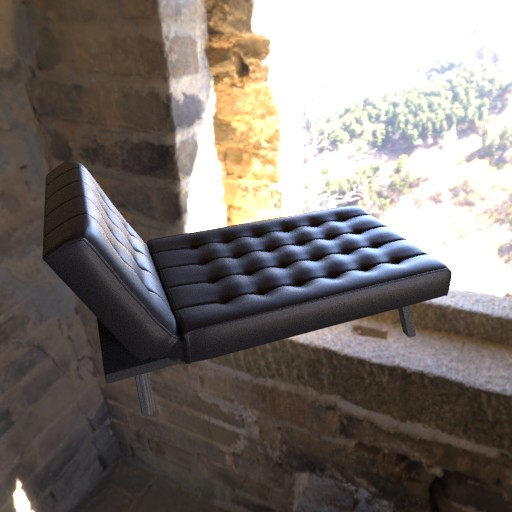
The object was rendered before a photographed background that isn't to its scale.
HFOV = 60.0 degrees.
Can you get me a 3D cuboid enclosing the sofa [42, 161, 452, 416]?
[{"bbox_3d":[0.000,0.000,1.943,1.560,0.820,0.760,-11,32,-19],"label":"sofa"}]
